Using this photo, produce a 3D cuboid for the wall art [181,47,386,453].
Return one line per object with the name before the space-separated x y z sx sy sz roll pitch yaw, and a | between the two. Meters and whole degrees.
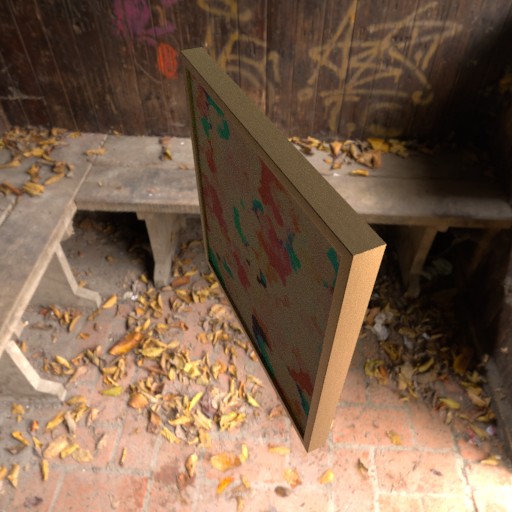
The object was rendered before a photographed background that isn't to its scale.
wall art | 0.000 0.000 0.761 0.037 0.509 0.510 -19 50 -17
